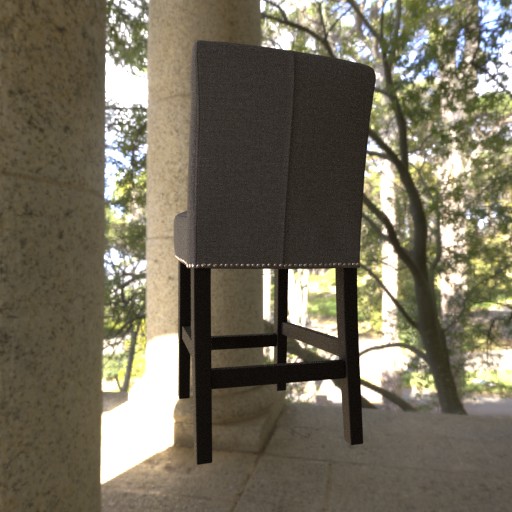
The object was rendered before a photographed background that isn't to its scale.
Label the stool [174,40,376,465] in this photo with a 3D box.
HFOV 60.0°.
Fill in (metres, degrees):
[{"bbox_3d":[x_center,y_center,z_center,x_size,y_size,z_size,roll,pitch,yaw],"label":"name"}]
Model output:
[{"bbox_3d":[0.000,0.000,1.199,0.427,0.885,0.571,0,-1,-17],"label":"stool"}]
